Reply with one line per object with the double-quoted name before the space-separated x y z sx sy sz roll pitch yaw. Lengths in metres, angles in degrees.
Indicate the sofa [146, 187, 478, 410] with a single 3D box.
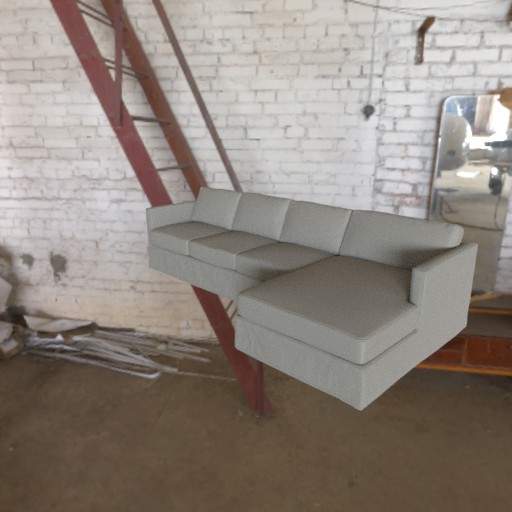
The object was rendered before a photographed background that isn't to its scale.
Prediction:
"sofa" 0.000 0.000 3.936 3.177 0.867 1.622 15 22 42
